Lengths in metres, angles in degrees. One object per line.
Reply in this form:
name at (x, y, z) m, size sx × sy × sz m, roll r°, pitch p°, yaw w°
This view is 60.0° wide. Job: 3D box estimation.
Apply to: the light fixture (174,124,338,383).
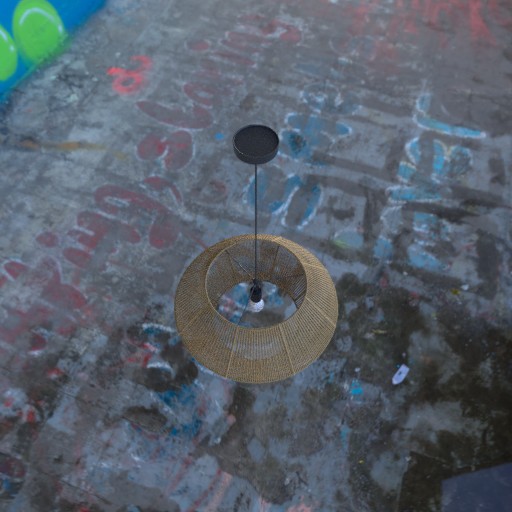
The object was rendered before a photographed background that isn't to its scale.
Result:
light fixture at (0.000, 0.000, 1.444) m, size 0.643 × 1.009 × 0.643 m, roll 0°, pitch 58°, yaw 0°
